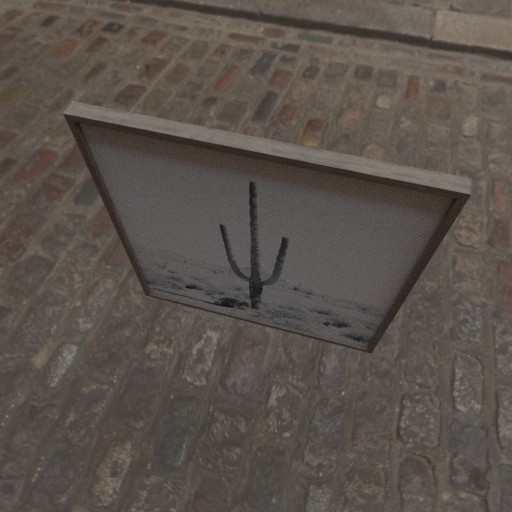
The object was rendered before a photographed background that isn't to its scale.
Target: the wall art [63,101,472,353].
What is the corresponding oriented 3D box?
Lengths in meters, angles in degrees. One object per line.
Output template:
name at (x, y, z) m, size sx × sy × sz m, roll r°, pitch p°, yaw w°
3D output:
wall art at (0.000, 0.000, 1.131) m, size 0.762 × 0.762 × 0.038 m, roll 13°, pitch 58°, yaw 8°
